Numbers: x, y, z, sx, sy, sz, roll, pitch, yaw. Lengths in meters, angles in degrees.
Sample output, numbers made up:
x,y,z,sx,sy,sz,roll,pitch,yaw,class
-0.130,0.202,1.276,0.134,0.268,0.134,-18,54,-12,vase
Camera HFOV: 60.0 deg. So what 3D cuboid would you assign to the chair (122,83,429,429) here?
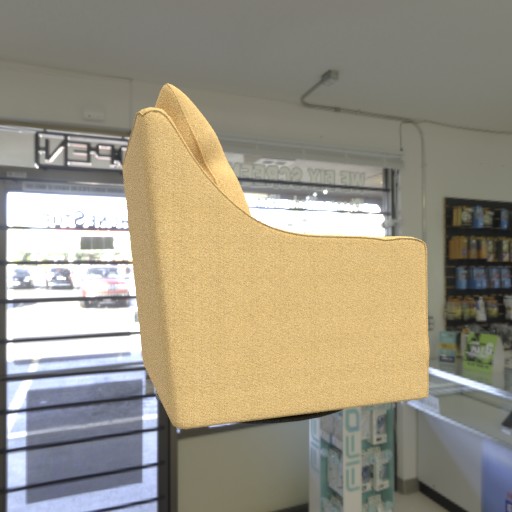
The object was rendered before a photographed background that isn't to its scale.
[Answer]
x,y,z,sx,sy,sz,roll,pitch,yaw,class
0.000,0.000,1.565,0.876,0.927,0.760,0,-1,-20,chair
